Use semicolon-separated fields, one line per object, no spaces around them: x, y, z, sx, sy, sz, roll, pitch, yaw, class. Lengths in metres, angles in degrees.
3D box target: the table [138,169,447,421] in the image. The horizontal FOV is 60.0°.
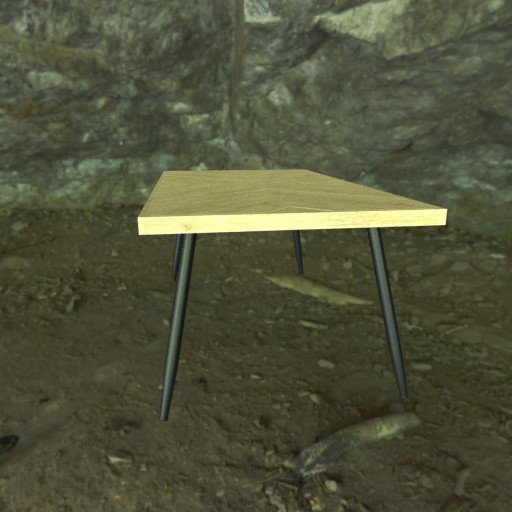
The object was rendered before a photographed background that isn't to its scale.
0.000;0.000;2.345;0.991;0.762;1.803;-2;15;-9;table
